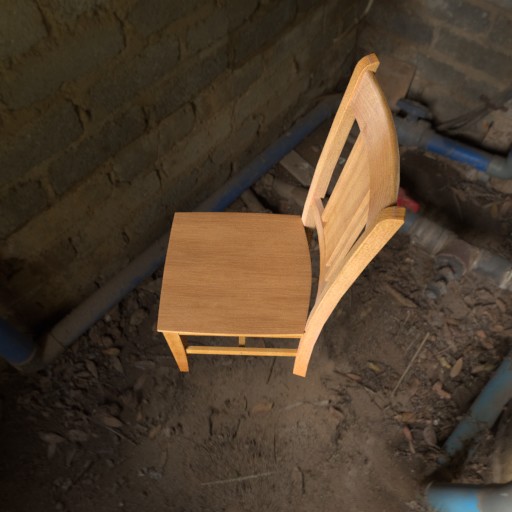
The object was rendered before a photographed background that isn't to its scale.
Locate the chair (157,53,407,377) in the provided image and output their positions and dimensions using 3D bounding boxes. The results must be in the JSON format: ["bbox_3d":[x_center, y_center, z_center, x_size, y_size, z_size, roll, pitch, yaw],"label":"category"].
[{"bbox_3d":[0.000,0.000,1.283,0.556,0.998,0.450,1,59,1],"label":"chair"}]
